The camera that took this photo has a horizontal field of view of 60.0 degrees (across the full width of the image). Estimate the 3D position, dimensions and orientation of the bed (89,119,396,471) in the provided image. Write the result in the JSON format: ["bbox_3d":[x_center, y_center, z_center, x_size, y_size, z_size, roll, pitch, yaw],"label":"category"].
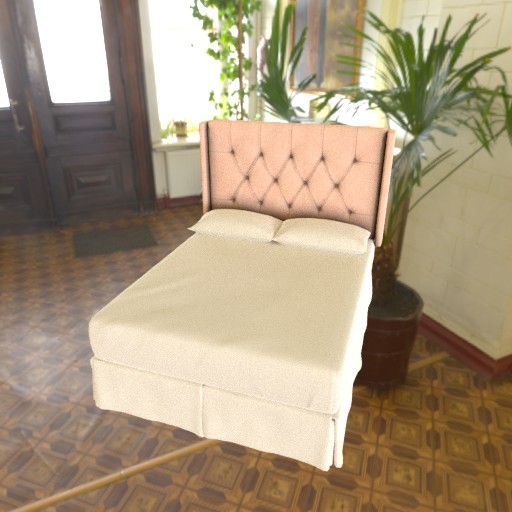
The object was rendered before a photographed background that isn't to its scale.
[{"bbox_3d":[0.000,0.000,3.314,1.719,1.665,2.066,8,26,17],"label":"bed"}]
